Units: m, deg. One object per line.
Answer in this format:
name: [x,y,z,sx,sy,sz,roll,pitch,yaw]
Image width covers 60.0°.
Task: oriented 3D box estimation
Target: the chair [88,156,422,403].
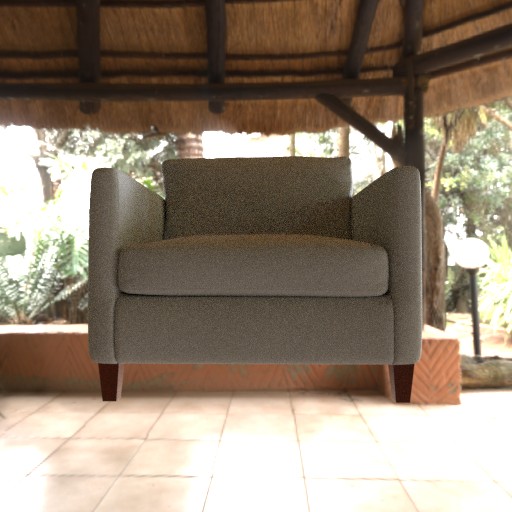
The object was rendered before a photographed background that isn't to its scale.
chair: [0.000,0.000,1.869,1.107,0.961,0.953,0,-1,1]
